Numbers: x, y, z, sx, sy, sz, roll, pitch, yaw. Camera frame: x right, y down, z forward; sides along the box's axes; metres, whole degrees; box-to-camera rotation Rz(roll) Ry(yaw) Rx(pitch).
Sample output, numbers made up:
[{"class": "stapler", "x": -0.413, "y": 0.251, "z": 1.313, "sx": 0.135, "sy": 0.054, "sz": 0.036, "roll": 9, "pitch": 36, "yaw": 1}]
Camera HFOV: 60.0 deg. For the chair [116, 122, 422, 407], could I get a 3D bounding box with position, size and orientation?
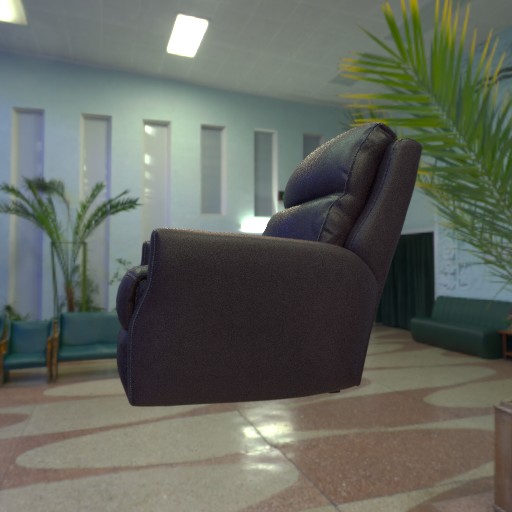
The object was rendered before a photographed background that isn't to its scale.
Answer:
[{"class": "chair", "x": 0.000, "y": 0.000, "z": 1.802, "sx": 1.080, "sy": 1.030, "sz": 0.829, "roll": 0, "pitch": -2, "yaw": -17}]
